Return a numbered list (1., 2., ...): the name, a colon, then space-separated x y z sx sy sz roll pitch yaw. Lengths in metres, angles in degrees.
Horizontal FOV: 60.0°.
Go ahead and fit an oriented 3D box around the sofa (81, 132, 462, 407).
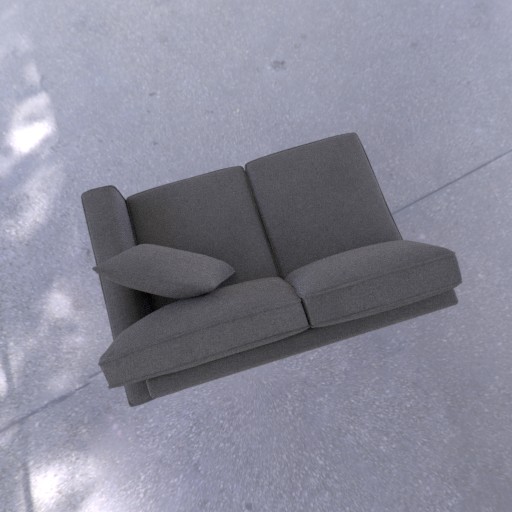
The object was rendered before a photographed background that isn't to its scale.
1. sofa: 0.000 0.000 2.091 1.388 0.989 0.991 -16 76 -4
